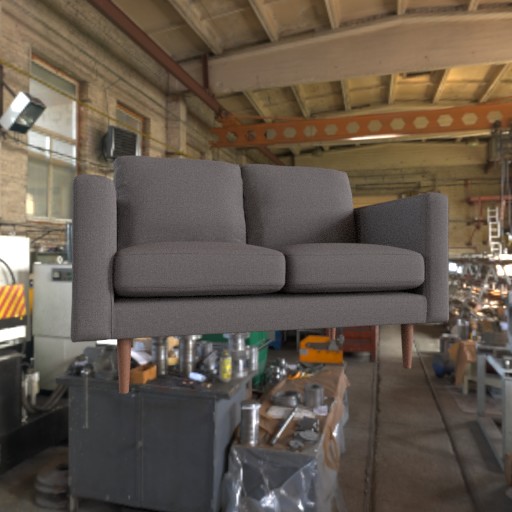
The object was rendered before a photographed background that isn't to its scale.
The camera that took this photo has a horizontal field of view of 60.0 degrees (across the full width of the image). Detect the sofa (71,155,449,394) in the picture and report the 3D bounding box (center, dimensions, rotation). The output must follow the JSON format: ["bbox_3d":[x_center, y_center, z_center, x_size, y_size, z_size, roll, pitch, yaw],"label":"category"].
[{"bbox_3d":[0.000,0.000,1.926,1.430,0.908,0.796,0,0,-17],"label":"sofa"}]
